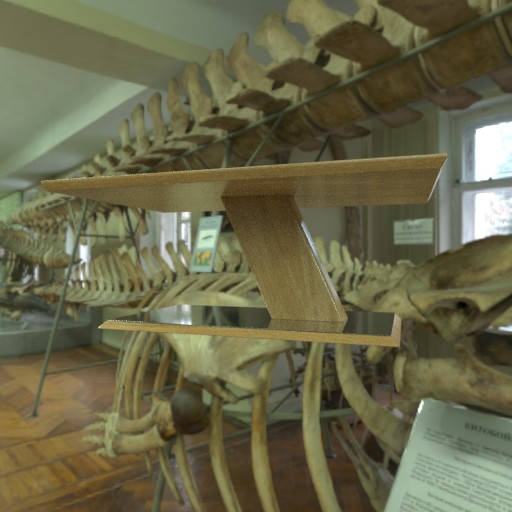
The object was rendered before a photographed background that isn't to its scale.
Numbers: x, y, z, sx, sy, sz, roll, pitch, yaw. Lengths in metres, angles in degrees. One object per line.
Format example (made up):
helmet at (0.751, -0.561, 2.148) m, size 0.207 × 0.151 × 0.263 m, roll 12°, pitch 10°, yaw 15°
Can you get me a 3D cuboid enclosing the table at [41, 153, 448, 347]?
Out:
table at (0.000, 0.000, 1.453) m, size 1.100 × 0.441 × 0.692 m, roll 0°, pitch 0°, yaw 19°
